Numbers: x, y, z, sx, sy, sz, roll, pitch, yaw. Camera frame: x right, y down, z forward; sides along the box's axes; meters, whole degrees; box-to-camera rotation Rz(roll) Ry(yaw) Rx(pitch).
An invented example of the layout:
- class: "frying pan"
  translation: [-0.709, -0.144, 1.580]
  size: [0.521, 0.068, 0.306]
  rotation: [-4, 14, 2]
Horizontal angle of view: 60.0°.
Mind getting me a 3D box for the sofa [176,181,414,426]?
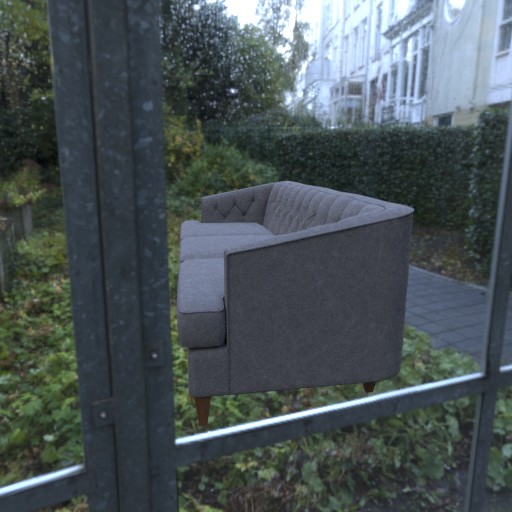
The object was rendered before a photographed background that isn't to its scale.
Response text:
- class: "sofa"
  translation: [0.000, 0.000, 2.671]
  size: [0.917, 0.806, 2.247]
  rotation: [-2, 12, -9]
